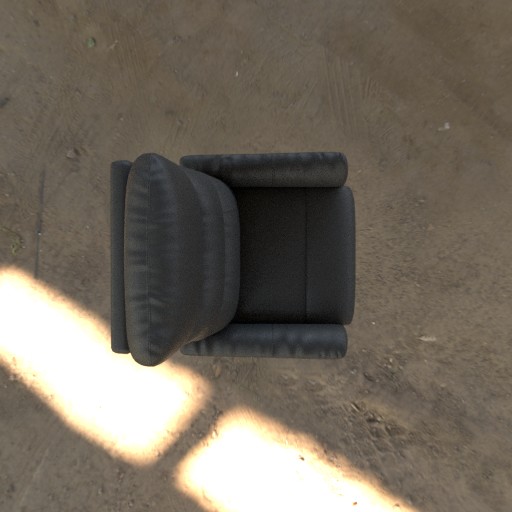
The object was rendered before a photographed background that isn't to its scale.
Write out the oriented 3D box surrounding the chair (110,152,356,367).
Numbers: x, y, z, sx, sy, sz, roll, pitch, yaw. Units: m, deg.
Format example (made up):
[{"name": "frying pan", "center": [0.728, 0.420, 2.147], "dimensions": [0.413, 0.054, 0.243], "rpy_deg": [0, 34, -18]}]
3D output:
[{"name": "chair", "center": [0.000, 0.000, 1.647], "dimensions": [0.831, 1.082, 0.775], "rpy_deg": [0, 91, -1]}]
